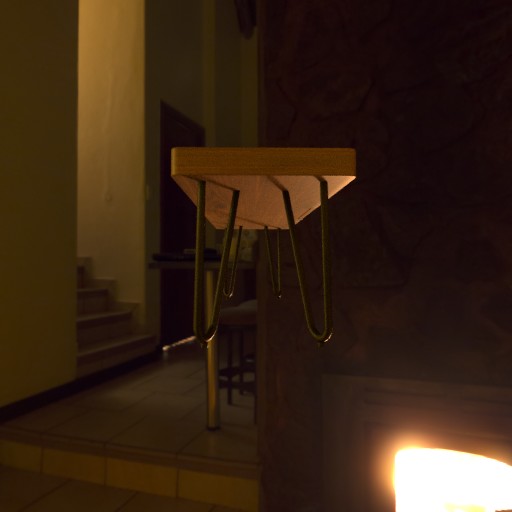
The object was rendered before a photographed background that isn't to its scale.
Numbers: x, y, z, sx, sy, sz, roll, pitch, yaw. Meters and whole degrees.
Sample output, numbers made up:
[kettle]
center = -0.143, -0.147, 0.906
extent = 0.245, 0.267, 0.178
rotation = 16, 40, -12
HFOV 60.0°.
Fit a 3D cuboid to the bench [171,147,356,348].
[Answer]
[bench]
center = 0.000, 0.000, 1.773
extent = 0.425, 0.462, 1.570
rotation = 0, -1, -1
